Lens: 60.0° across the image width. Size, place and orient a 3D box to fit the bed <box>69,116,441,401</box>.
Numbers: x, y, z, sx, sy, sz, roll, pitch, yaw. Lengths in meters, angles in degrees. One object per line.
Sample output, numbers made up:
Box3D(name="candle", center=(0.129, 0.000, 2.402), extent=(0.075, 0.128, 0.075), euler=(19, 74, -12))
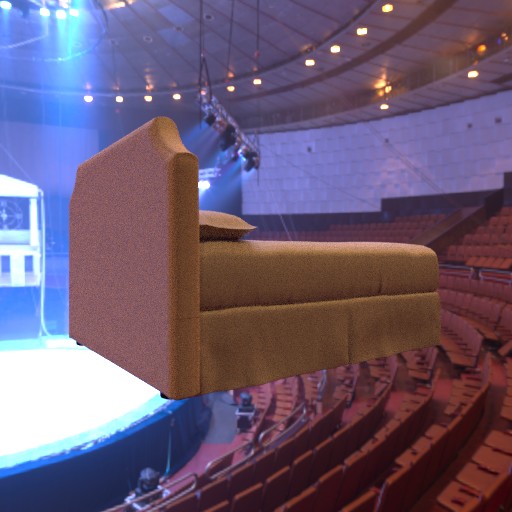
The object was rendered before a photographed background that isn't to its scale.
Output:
Box3D(name="bed", center=(0.000, 0.000, 3.213), extent=(2.164, 1.297, 1.828), euler=(0, 0, -36))
